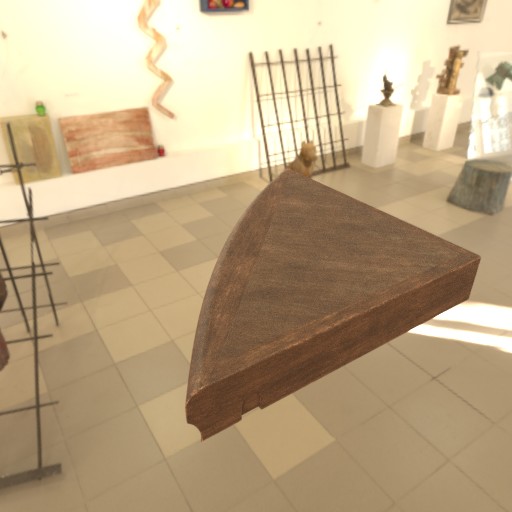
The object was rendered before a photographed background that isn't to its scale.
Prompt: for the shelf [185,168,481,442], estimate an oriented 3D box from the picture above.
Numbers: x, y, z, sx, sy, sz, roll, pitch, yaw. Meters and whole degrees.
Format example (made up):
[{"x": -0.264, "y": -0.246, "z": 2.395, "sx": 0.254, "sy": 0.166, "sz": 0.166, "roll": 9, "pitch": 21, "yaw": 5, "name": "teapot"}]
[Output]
[{"x": 0.000, "y": 0.000, "z": 0.469, "sx": 0.310, "sy": 0.050, "sz": 0.310, "roll": -19, "pitch": 35, "yaw": -29, "name": "shelf"}]
